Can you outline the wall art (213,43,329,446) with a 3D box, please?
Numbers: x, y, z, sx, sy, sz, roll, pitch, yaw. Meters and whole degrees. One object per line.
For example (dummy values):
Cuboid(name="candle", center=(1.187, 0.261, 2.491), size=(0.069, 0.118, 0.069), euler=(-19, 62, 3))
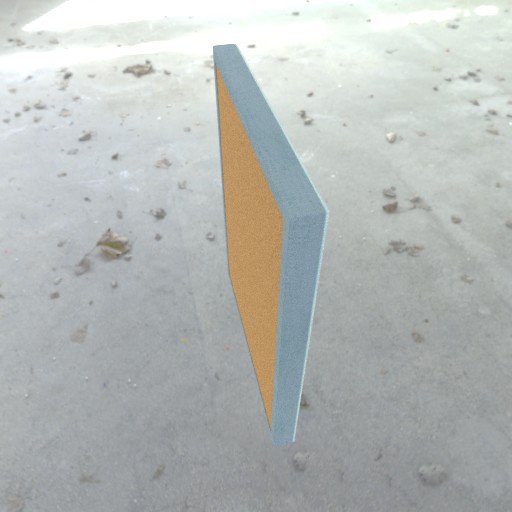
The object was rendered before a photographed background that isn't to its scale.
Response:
Cuboid(name="wall art", center=(0.000, 0.000, 0.711), size=(0.037, 0.509, 0.409), euler=(-10, 46, -9))
